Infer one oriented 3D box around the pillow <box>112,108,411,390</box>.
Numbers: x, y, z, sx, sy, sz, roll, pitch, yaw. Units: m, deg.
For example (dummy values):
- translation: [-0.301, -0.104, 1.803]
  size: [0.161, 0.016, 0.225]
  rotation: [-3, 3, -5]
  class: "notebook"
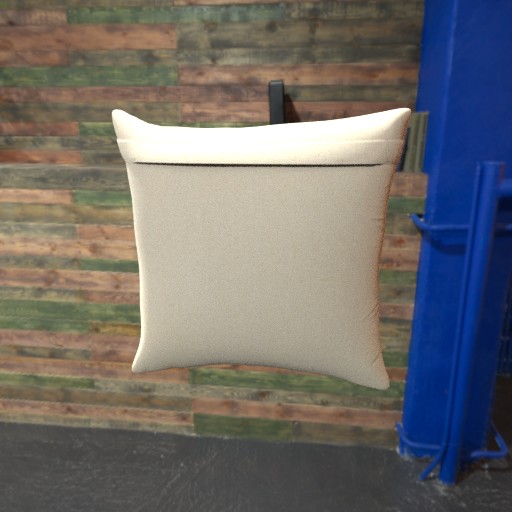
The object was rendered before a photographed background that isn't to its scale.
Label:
- translation: [0.000, 0.000, 0.642]
  size: [0.405, 0.406, 0.173]
  rotation: [2, 15, 7]
  class: "pillow"
